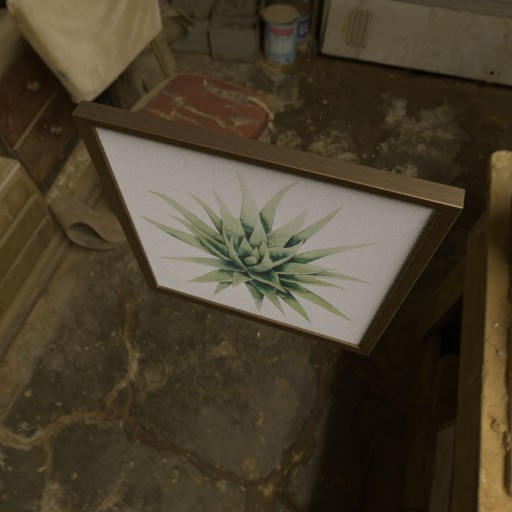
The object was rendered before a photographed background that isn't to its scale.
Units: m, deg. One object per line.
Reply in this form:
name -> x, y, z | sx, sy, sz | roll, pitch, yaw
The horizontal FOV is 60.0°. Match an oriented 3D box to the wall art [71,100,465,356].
wall art -> 0.000, 0.000, 0.765 | 0.503, 0.506, 0.030 | 16, 60, 9
